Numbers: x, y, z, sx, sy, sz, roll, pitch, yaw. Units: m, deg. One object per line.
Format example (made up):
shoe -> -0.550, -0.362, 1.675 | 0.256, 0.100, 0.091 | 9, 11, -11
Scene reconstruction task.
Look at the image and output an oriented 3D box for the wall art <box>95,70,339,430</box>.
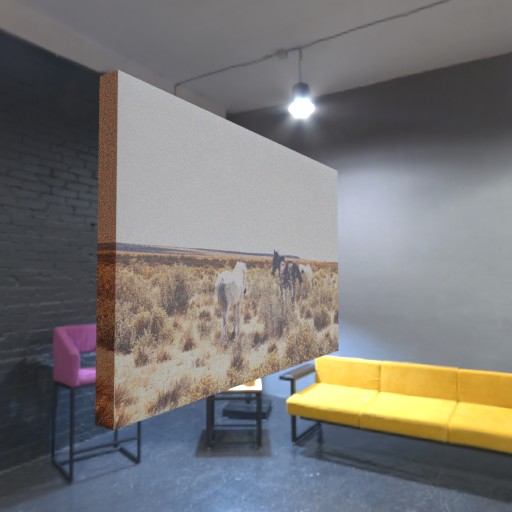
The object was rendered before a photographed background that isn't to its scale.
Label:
wall art -> 0.000, 0.000, 1.138 | 0.050, 0.610, 0.914 | -1, -3, 34
